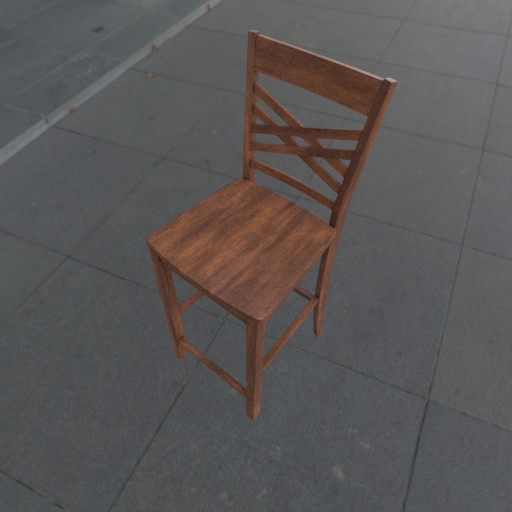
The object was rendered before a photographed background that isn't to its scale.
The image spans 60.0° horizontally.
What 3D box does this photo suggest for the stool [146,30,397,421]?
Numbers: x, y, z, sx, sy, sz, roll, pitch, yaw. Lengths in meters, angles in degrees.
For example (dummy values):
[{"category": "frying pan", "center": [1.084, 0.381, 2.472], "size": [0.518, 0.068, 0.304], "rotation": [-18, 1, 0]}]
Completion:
[{"category": "stool", "center": [0.000, 0.000, 1.374], "size": [0.426, 1.098, 0.504], "rotation": [32, 57, 25]}]
